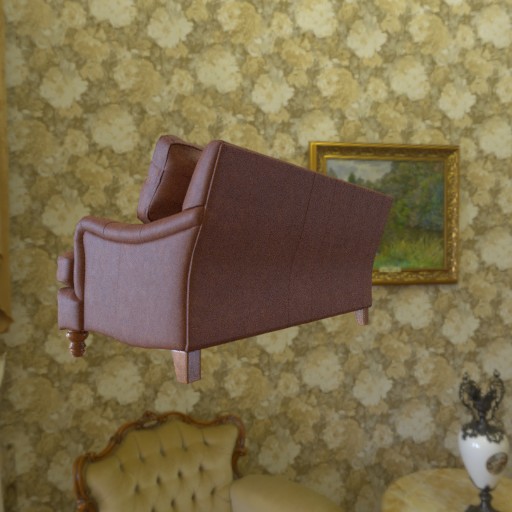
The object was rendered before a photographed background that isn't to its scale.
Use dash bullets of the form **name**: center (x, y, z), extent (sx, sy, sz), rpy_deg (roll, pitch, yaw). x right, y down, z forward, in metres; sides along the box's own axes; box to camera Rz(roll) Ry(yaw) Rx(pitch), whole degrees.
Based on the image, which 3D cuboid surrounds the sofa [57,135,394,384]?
- **sofa**: center (0.000, 0.000, 2.877), extent (1.147, 1.071, 2.144), rpy_deg (0, 0, 36)
